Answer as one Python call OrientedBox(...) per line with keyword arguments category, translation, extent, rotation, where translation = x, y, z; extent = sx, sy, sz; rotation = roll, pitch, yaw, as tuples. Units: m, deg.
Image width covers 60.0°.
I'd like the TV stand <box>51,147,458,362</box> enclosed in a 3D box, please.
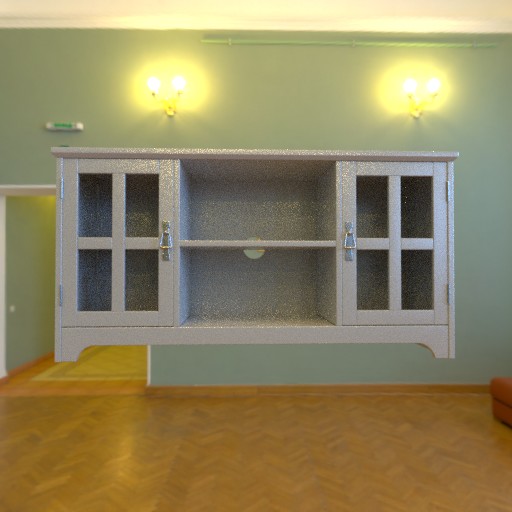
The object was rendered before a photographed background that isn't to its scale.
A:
OrientedBox(category="TV stand", translation=(0.000, 0.000, 1.433), extent=(1.167, 0.603, 0.344), rotation=(0, -1, -2))
